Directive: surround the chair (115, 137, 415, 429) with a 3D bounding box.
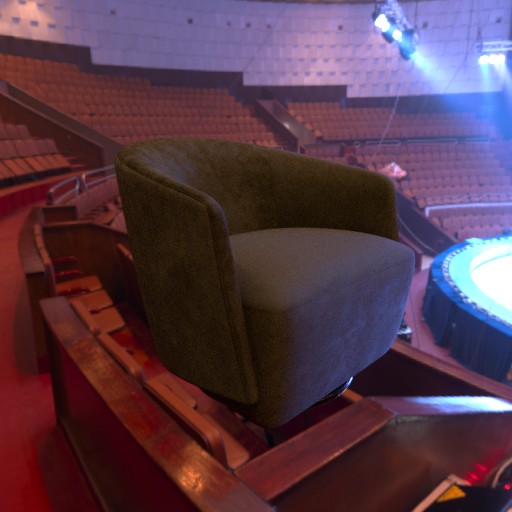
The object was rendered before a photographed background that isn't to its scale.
[{"bbox_3d":[0.000,0.000,1.352,0.767,0.698,0.773,14,20,42],"label":"chair"}]
